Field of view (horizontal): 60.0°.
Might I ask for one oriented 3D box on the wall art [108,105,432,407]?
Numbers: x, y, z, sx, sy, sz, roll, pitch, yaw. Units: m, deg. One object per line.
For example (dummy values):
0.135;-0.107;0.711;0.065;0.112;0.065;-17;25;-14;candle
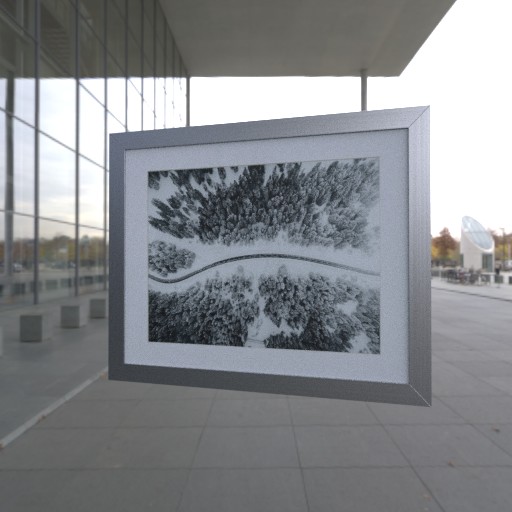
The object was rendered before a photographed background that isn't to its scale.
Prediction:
0.000;0.000;0.759;0.557;0.456;0.032;0;-1;16;wall art
